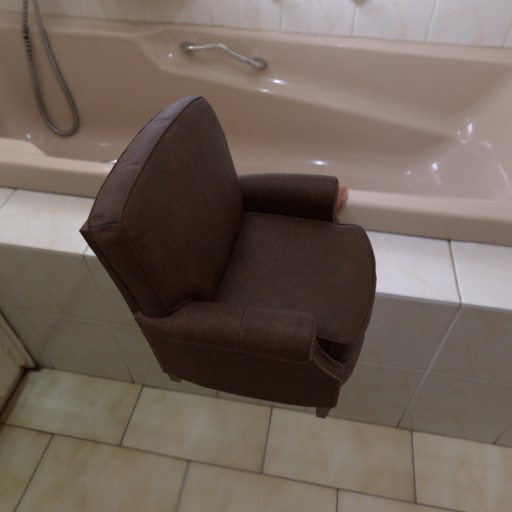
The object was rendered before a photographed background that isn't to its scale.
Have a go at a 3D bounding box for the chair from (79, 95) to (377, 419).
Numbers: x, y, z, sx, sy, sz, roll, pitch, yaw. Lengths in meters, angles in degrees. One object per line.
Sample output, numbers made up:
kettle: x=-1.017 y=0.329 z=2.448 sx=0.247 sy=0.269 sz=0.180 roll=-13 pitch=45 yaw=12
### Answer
chair: x=0.000 y=0.000 z=1.778 sx=0.986 sy=1.018 sz=0.936 roll=9 pitch=47 yaw=9
